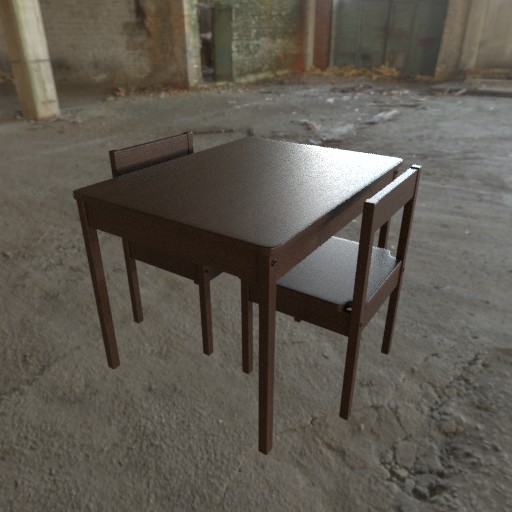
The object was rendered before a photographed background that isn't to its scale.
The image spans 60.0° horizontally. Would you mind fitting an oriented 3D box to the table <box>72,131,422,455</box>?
[{"bbox_3d":[0.000,0.000,1.127,0.672,0.503,0.650,17,31,30],"label":"table"}]
